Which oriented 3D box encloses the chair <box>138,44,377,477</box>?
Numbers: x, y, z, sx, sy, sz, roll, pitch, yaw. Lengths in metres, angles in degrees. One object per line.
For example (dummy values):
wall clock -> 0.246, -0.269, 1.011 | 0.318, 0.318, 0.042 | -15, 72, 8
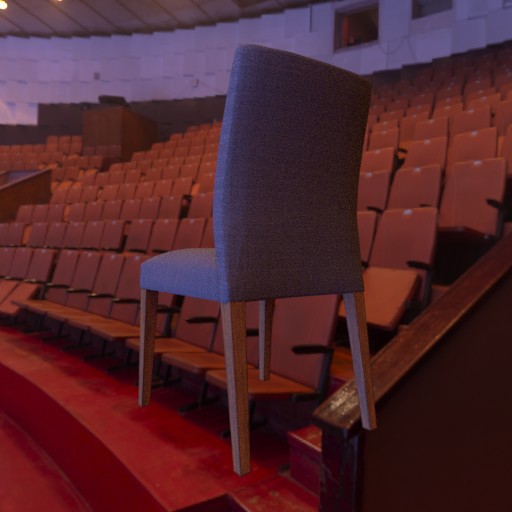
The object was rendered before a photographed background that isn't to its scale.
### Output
chair -> 0.000, 0.000, 1.289 | 0.496, 0.940, 0.585 | -1, 1, -35
